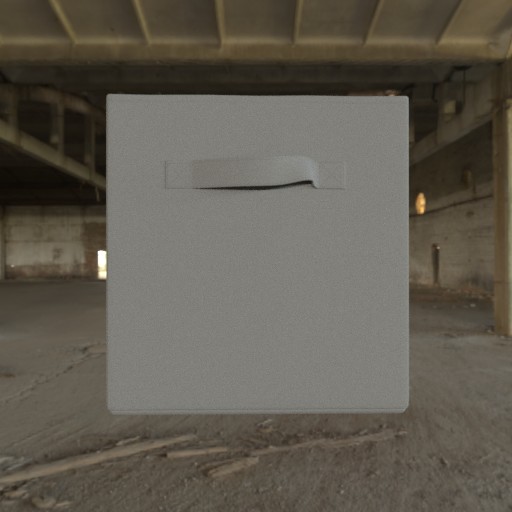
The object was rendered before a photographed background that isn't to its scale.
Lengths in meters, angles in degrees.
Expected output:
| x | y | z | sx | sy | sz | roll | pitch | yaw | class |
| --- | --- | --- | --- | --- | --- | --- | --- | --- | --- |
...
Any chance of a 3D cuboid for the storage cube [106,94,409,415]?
| x | y | z | sx | sy | sz | roll | pitch | yaw | class |
| --- | --- | --- | --- | --- | --- | --- | --- | --- | --- |
| 0.000 | 0.000 | 0.503 | 0.270 | 0.280 | 0.270 | 0 | 0 | -1 | storage cube |
